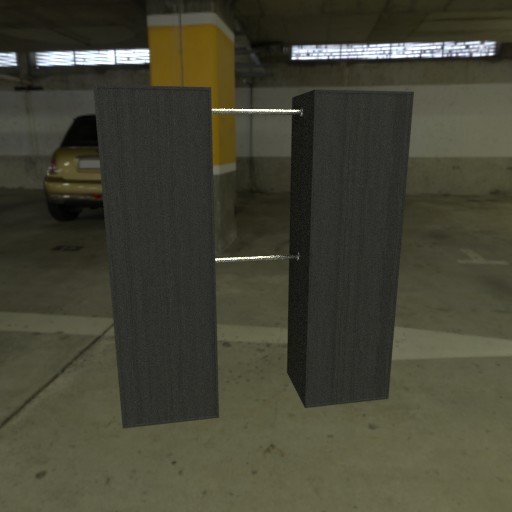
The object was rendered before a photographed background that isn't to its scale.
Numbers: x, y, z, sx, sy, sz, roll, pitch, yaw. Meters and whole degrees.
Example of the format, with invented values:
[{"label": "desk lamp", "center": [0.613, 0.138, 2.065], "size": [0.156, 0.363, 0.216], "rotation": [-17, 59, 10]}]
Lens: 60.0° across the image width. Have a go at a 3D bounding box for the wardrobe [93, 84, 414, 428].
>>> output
[{"label": "wardrobe", "center": [0.000, 0.000, 2.882], "size": [1.770, 2.000, 0.480], "rotation": [-3, 15, -10]}]
